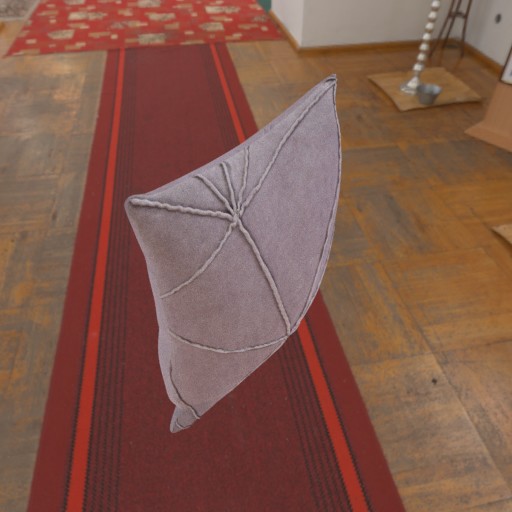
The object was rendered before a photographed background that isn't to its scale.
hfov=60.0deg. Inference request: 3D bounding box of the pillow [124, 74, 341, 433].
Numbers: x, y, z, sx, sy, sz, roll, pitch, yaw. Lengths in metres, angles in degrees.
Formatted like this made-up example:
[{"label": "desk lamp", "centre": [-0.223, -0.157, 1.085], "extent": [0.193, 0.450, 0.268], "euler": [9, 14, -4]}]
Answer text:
[{"label": "pillow", "centre": [0.000, 0.000, 0.684], "extent": [0.185, 0.440, 0.439], "euler": [25, 47, 25]}]
